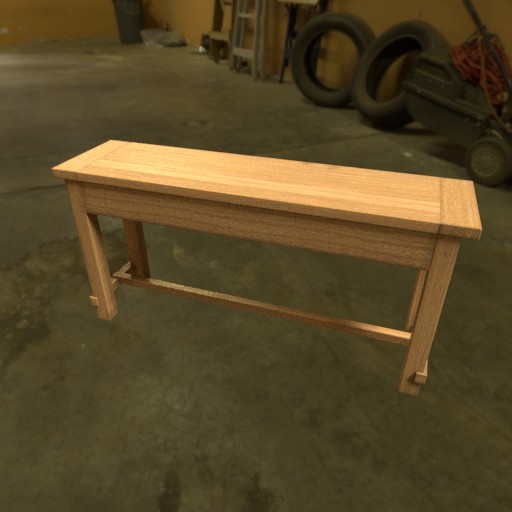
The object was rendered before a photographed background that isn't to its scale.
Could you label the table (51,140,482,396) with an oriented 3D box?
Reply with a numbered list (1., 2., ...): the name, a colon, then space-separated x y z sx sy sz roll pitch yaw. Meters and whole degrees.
1. table: 0.000 0.000 1.936 1.599 0.762 0.442 10 33 16
